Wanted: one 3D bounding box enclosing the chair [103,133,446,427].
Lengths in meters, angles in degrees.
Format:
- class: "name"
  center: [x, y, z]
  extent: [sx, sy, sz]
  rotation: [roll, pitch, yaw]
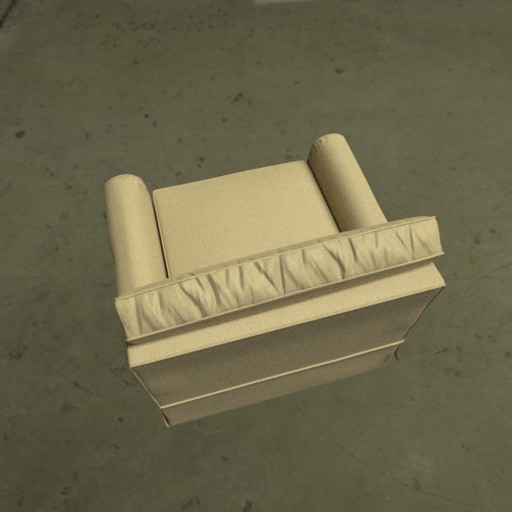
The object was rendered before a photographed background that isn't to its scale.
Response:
- class: "chair"
  center: [0.000, 0.000, 1.776]
  extent: [1.096, 0.937, 0.903]
  rotation: [-13, 59, -8]
